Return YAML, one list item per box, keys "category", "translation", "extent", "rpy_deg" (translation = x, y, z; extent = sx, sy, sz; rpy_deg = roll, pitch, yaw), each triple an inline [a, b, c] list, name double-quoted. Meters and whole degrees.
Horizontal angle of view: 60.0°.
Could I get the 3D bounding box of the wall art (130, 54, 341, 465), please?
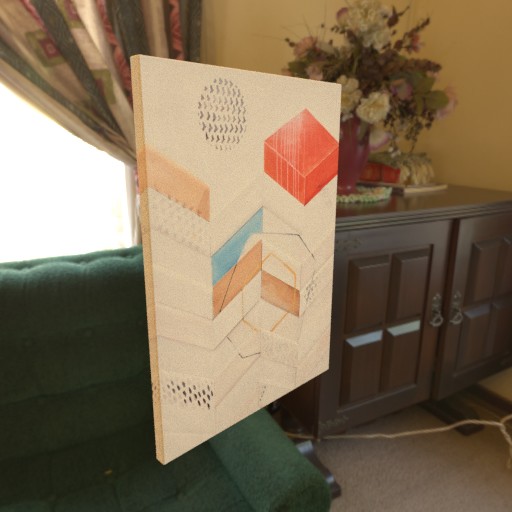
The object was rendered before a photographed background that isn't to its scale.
- category: "wall art"
  translation: [0.000, 0.000, 1.102]
  extent: [0.613, 0.848, 0.036]
  rpy_deg: [-14, 20, -43]
